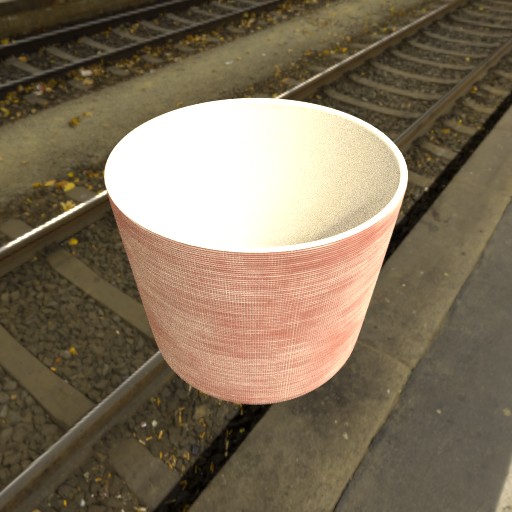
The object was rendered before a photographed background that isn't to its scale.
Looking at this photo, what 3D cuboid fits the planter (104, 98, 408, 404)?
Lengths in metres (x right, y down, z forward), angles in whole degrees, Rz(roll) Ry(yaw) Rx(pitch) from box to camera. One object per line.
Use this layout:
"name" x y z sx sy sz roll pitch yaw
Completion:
"planter" 0.000 0.000 0.793 0.440 0.398 0.440 0 41 0
